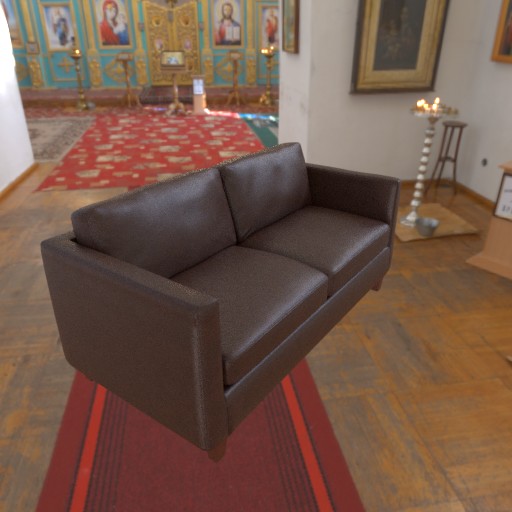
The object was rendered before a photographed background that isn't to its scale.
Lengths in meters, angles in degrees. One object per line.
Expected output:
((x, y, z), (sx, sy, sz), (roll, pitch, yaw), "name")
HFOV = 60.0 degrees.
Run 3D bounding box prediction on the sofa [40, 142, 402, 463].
((0.000, 0.000, 2.419), (0.951, 0.933, 1.883), (17, 31, 32), "sofa")
